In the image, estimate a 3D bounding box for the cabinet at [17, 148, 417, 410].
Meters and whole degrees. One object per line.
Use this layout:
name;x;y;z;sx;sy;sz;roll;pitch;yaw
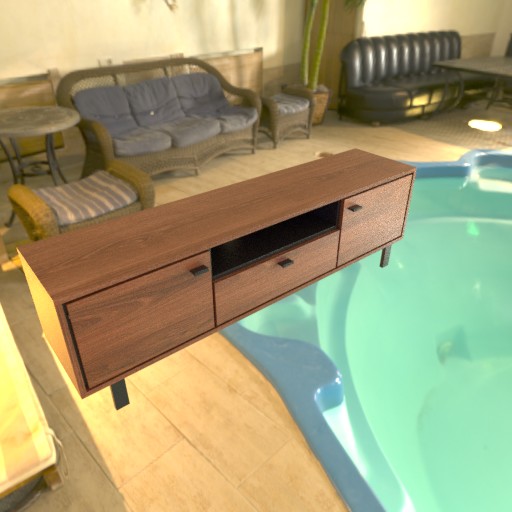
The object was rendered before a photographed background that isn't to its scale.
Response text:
cabinet;0.000;0.000;1.860;1.650;0.500;0.400;-22;38;-32
